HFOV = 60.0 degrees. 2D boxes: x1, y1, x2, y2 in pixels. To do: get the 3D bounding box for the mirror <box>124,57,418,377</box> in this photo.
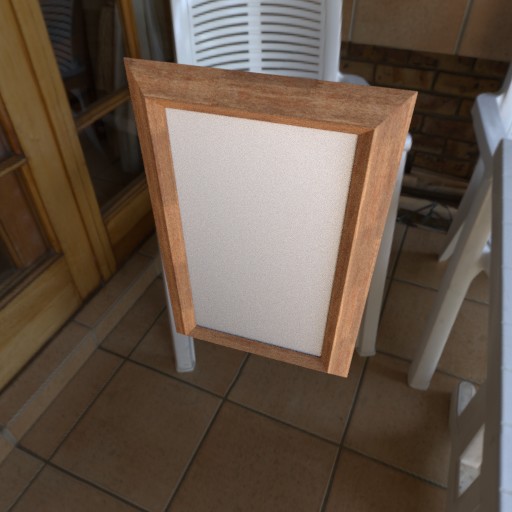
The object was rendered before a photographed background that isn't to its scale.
[{"bbox_3d":[0.000,0.000,1.264,0.651,1.010,0.047,12,44,13],"label":"mirror"}]
